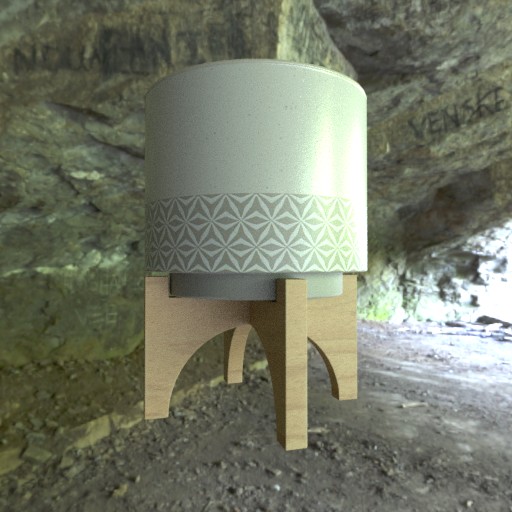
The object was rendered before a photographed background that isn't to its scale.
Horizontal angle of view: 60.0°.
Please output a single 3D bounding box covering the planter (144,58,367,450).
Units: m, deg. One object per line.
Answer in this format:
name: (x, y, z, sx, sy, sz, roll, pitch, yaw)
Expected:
planter: (0.000, 0.000, 0.386, 0.188, 0.260, 0.188, 0, -1, 0)
